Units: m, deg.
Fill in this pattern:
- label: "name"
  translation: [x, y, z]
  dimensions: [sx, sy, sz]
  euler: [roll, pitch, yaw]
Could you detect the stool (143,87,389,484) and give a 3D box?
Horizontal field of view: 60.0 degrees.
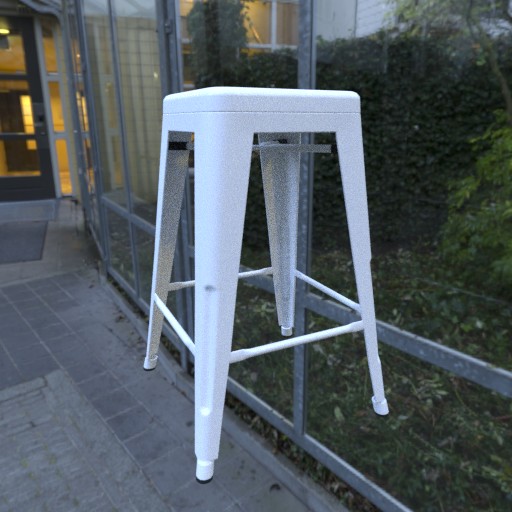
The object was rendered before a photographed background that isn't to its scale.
- label: "stool"
  translation: [0.000, 0.000, 0.885]
  dimensions: [0.406, 0.610, 0.406]
  euler: [-8, 19, -25]
